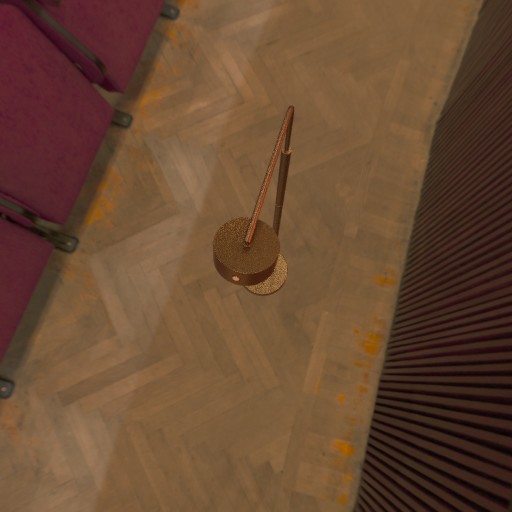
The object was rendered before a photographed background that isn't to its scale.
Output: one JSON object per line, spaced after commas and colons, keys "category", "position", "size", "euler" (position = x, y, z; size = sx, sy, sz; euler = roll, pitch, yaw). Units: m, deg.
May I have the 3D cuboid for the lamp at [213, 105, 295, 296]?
{"category": "lamp", "position": [0.000, 0.000, 1.381], "size": [0.219, 1.230, 0.418], "euler": [17, 75, 5]}
